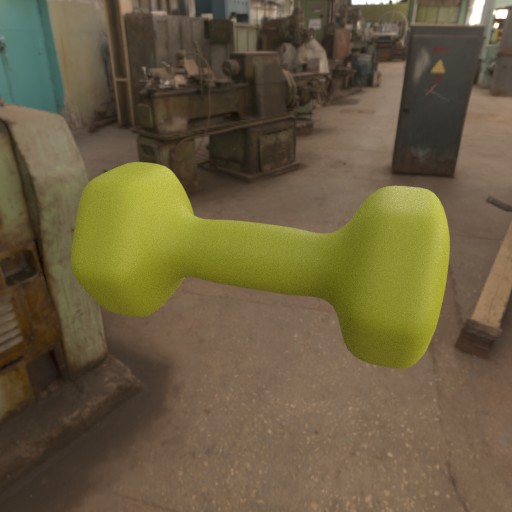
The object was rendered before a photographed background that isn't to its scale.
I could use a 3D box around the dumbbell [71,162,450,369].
[{"bbox_3d":[0.000,0.000,0.208,0.164,0.072,0.080,9,28,16],"label":"dumbbell"}]
